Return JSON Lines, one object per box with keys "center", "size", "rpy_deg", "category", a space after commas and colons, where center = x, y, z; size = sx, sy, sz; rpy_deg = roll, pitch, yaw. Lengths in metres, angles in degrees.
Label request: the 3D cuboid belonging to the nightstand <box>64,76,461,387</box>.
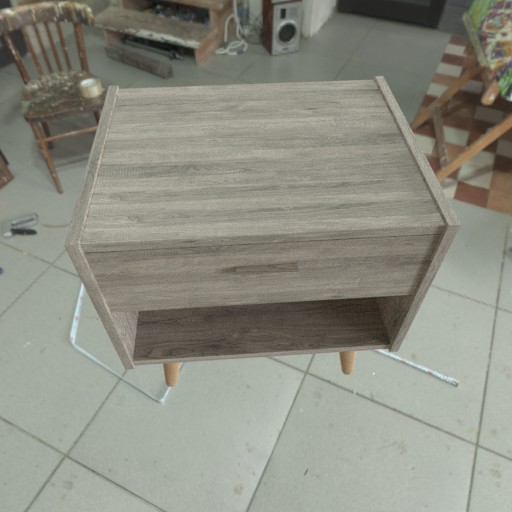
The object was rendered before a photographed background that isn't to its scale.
{"center": [0.000, 0.000, 0.842], "size": [0.480, 0.500, 0.380], "rpy_deg": [-3, 49, -3], "category": "nightstand"}
